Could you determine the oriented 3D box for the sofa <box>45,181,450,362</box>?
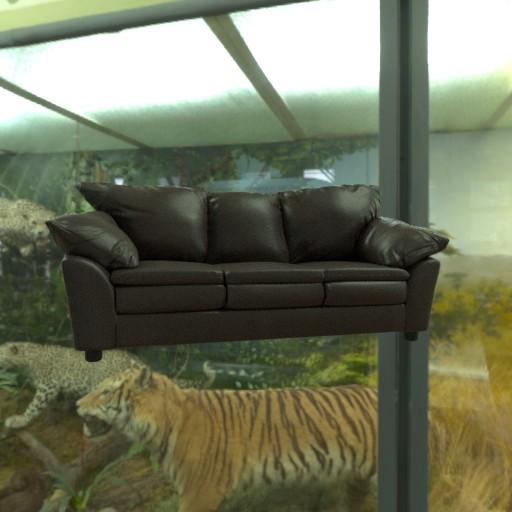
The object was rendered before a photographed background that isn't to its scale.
[{"bbox_3d":[0.000,0.000,2.903,2.390,1.091,0.907,0,1,-16],"label":"sofa"}]
